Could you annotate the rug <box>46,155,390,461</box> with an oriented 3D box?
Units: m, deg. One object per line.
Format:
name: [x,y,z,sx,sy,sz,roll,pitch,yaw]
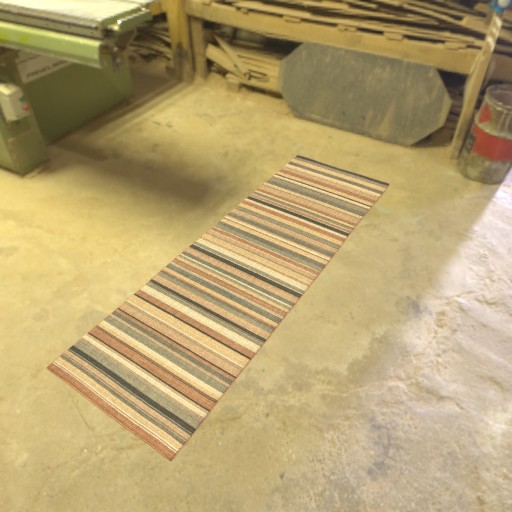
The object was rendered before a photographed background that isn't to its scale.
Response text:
rug: [0.000,0.000,2.704,0.799,0.010,2.444,24,47,24]
